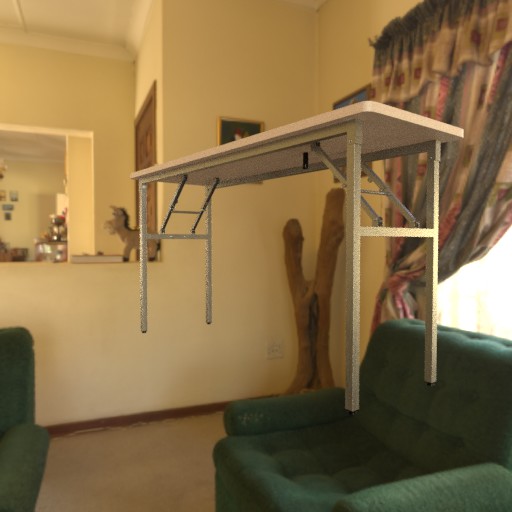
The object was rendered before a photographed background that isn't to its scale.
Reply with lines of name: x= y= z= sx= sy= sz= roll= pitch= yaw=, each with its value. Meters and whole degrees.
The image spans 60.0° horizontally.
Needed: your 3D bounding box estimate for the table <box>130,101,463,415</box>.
table: x=0.000 y=0.000 z=1.697 sx=0.446 sy=0.750 sz=1.397 roll=-1 pitch=2 yaw=-38
